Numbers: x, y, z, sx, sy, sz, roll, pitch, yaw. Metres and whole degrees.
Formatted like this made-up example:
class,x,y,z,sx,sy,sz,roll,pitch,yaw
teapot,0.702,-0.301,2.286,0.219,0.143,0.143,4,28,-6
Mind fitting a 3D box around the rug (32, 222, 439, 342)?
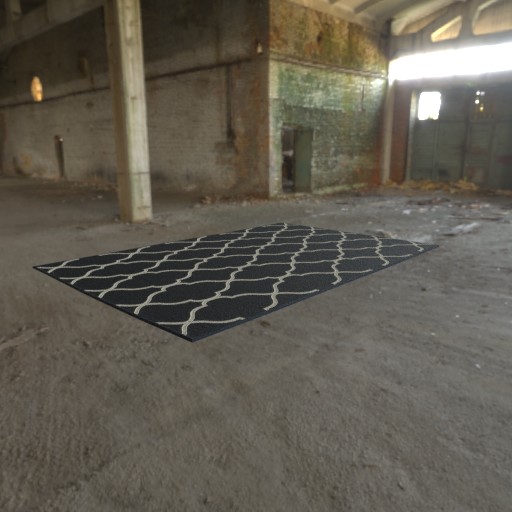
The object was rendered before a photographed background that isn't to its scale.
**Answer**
class,x,y,z,sx,sy,sz,roll,pitch,yaw
rug,0.000,0.000,2.920,1.526,0.014,2.290,12,18,42
